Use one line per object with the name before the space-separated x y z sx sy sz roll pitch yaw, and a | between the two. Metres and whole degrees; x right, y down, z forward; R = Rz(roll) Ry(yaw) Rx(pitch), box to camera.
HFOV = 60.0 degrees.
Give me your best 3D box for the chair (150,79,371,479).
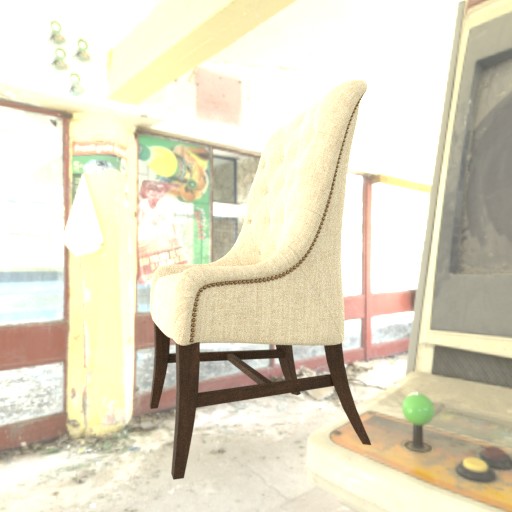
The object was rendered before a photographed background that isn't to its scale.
chair | 0.000 0.000 1.449 0.629 1.091 0.634 0 -1 -19
